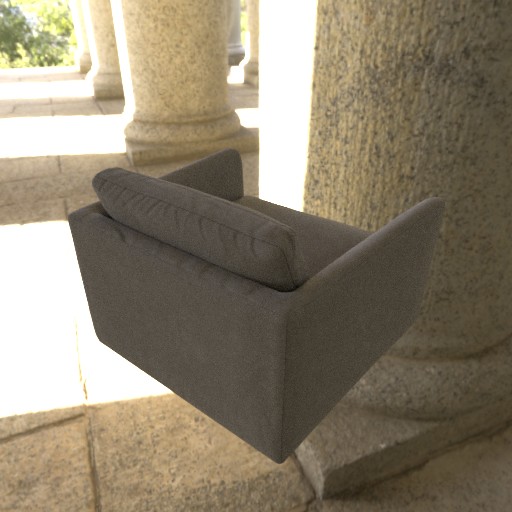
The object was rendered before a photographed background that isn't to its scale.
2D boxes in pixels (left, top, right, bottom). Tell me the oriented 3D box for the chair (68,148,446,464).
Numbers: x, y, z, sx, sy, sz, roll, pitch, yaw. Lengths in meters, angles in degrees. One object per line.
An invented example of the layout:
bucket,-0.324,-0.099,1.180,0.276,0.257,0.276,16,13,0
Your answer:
chair,0.000,0.000,1.906,1.190,0.845,1.091,21,36,32
